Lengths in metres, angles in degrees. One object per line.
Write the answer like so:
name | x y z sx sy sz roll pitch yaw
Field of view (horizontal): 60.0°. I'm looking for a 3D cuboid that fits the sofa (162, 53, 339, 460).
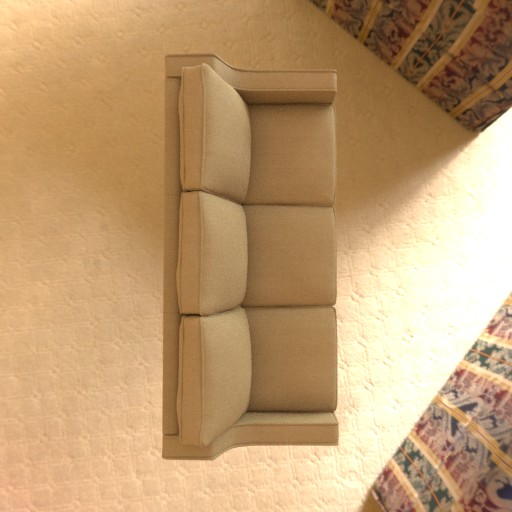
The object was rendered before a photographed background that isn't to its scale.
sofa | 0.000 0.000 2.499 0.911 0.974 1.986 0 88 1
